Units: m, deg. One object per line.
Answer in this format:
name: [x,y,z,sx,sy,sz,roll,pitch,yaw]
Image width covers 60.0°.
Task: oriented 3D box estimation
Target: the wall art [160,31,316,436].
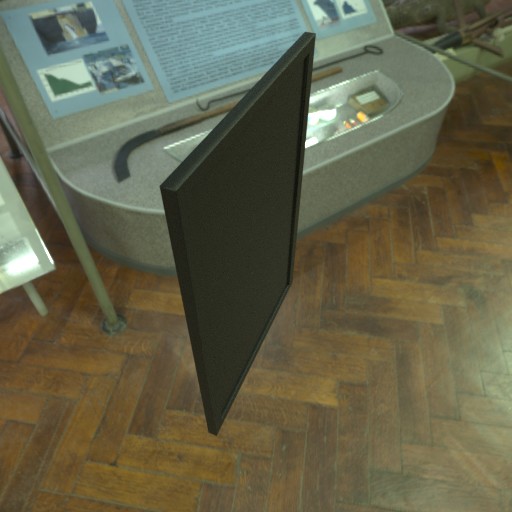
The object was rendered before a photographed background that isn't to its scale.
wall art: [0.000,0.000,0.556,0.013,0.431,0.303,18,49,16]
